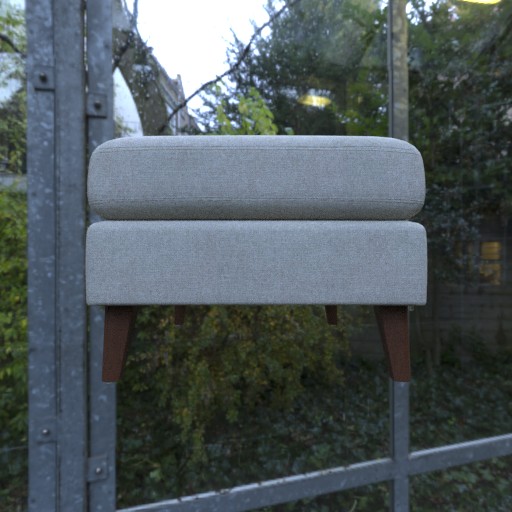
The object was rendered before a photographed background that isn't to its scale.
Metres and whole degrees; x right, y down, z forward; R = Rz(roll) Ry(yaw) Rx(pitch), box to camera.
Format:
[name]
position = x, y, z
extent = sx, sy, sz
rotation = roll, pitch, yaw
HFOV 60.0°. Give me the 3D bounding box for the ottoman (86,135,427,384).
[ottoman]
position = 0.000, 0.000, 1.179
extent = 0.610, 0.478, 0.823
rotation = 0, -1, 0
